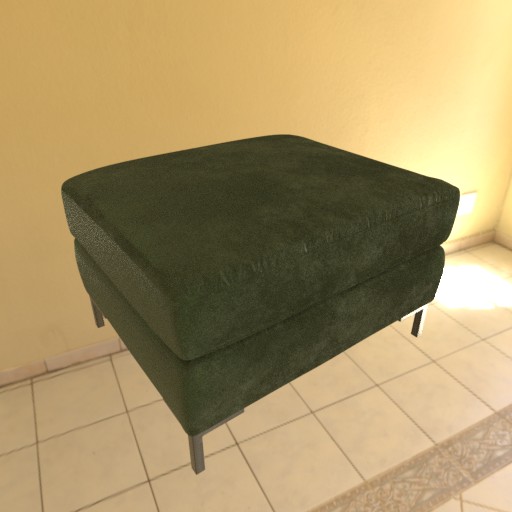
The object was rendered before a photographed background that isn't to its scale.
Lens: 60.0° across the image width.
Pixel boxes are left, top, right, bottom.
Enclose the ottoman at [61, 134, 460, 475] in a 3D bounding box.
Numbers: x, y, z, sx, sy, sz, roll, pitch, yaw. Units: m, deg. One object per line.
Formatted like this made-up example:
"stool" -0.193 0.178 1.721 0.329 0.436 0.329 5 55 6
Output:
"ottoman" 0.000 0.000 1.272 0.839 0.538 0.701 -20 35 -31
